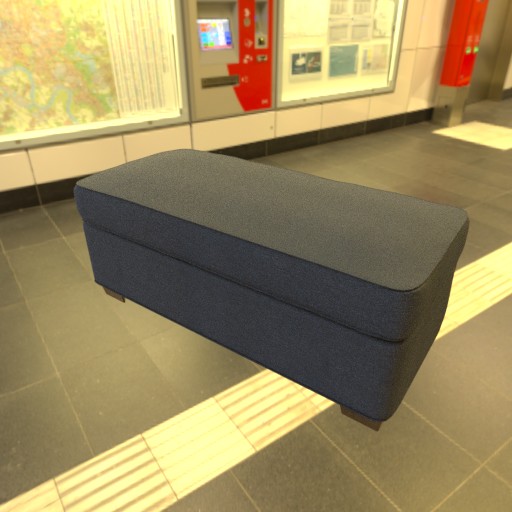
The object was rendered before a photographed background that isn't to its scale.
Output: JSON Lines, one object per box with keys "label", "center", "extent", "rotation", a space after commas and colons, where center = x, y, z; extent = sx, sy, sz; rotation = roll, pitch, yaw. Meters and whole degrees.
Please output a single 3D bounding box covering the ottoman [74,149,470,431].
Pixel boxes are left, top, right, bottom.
{"label": "ottoman", "center": [0.000, 0.000, 1.397], "extent": [1.110, 0.460, 0.515], "rotation": [19, 35, 30]}
